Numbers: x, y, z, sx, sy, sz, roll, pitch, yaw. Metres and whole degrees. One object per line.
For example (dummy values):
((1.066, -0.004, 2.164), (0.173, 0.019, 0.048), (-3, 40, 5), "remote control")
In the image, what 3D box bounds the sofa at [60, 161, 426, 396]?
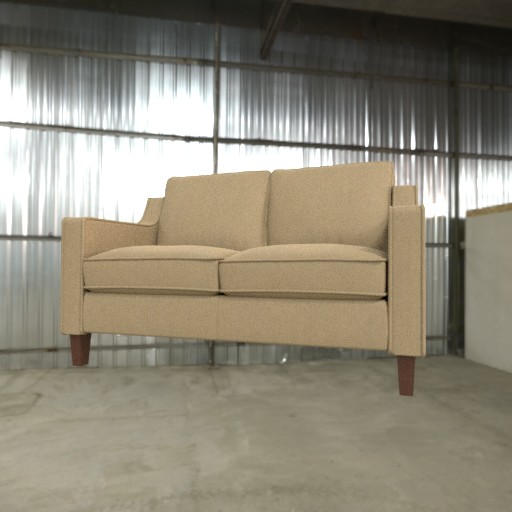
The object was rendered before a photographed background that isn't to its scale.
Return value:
((0.000, 0.000, 2.156), (1.501, 0.971, 0.987), (0, 0, 18), "sofa")
